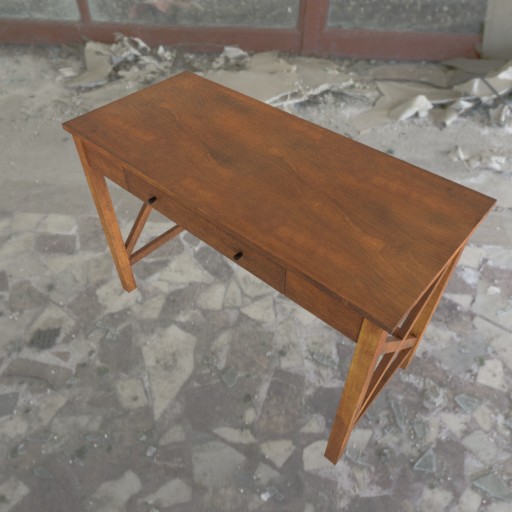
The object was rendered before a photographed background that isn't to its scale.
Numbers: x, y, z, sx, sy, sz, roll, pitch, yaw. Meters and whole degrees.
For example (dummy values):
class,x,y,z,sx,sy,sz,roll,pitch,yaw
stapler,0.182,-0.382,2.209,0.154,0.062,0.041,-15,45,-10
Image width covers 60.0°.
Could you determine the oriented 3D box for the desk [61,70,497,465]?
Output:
class,x,y,z,sx,sy,sz,roll,pitch,yaw
desk,0.000,0.000,1.474,1.117,0.762,0.508,32,54,28
